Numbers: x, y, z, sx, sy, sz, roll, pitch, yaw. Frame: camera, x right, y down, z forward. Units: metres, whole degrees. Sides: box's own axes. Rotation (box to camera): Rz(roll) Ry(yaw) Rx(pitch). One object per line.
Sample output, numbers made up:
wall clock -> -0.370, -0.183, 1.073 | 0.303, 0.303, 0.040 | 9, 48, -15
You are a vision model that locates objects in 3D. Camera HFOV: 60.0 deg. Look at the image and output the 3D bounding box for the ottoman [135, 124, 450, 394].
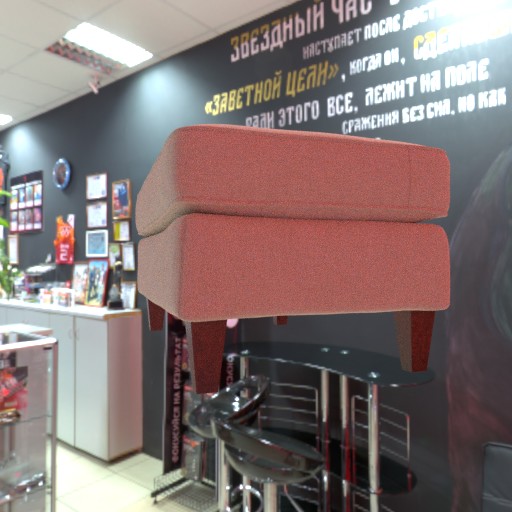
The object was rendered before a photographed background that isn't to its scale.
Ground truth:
ottoman -> 0.000, 0.000, 1.198 | 0.583, 0.484, 0.862 | 0, -1, -19
